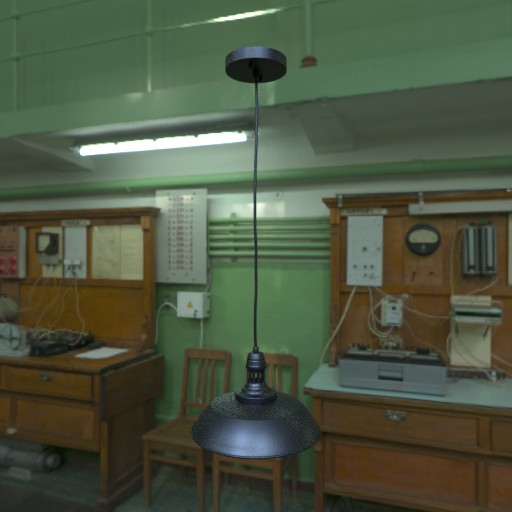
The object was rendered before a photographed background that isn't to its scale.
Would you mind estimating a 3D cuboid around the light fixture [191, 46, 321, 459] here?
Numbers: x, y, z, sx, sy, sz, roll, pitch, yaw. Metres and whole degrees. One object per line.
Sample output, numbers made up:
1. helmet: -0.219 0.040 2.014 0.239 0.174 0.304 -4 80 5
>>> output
1. light fixture: 0.000 0.000 1.131 0.331 0.993 0.331 0 0 18
